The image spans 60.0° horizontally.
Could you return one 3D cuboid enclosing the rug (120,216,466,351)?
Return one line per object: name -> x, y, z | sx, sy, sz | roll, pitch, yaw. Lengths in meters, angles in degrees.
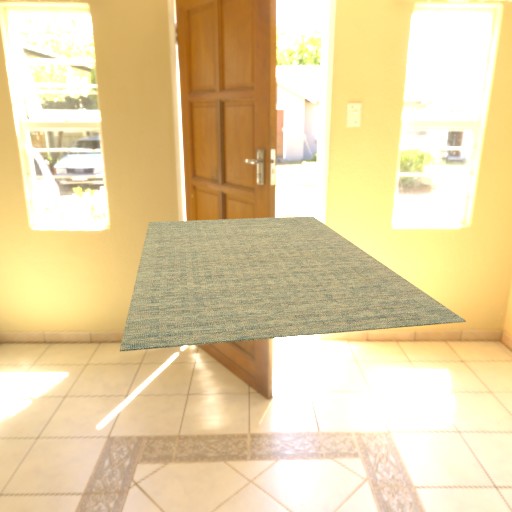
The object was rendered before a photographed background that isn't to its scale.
rug -> 0.000, 0.000, 2.243 | 1.142, 0.006, 1.752 | -3, 17, -10
